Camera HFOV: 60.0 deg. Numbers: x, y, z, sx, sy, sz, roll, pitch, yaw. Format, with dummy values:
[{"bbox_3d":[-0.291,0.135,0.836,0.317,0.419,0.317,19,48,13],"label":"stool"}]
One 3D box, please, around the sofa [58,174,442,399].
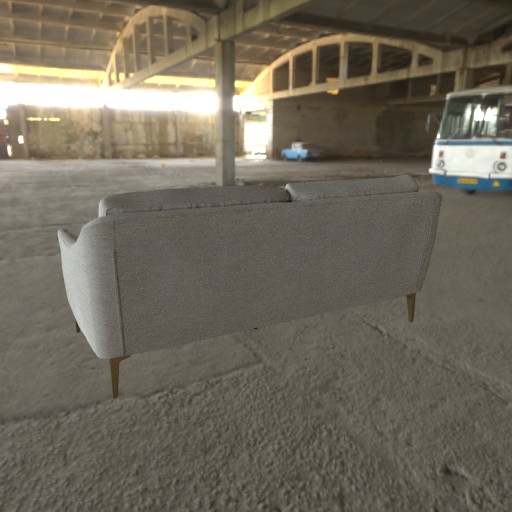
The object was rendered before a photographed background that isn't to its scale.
[{"bbox_3d":[0.000,0.000,2.567,2.036,0.913,0.980,-8,17,-27],"label":"sofa"}]
